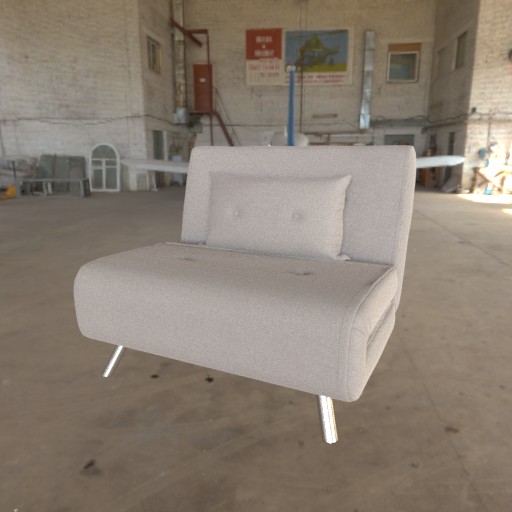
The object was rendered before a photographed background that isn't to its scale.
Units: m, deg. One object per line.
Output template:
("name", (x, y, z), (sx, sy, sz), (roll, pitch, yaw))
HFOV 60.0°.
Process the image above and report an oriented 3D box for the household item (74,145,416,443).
("household item", (0.000, 0.000, 1.647), (1.000, 0.800, 0.874), (7, 15, 25))
